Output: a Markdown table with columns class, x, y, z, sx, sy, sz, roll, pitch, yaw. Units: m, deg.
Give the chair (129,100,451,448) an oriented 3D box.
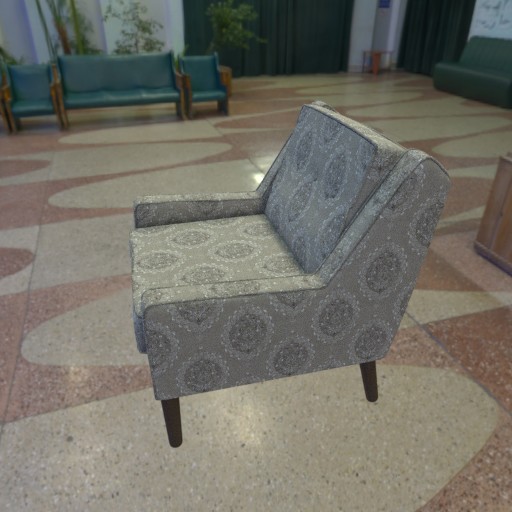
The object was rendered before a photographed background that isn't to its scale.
| class | x | y | z | sx | sy | sz | roll | pitch | yaw |
| --- | --- | --- | --- | --- | --- | --- | --- | --- | --- |
| chair | 0.000 | 0.000 | 1.351 | 0.750 | 0.797 | 0.665 | -8 | 31 | -13 |
